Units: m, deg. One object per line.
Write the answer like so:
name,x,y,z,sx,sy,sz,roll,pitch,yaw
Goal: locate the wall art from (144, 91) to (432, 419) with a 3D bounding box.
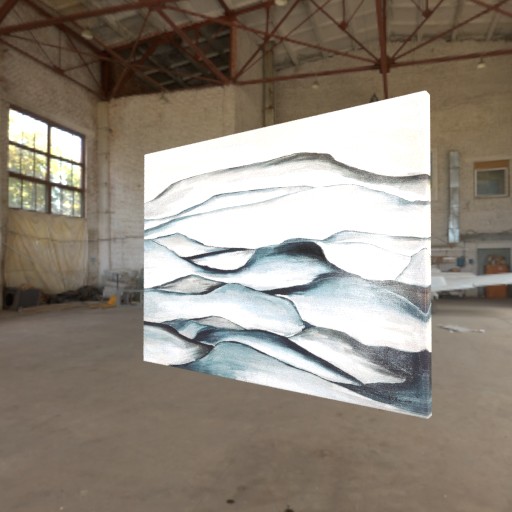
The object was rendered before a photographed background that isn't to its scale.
wall art,0.000,0.000,1.613,1.219,0.915,0.039,-1,-1,37
